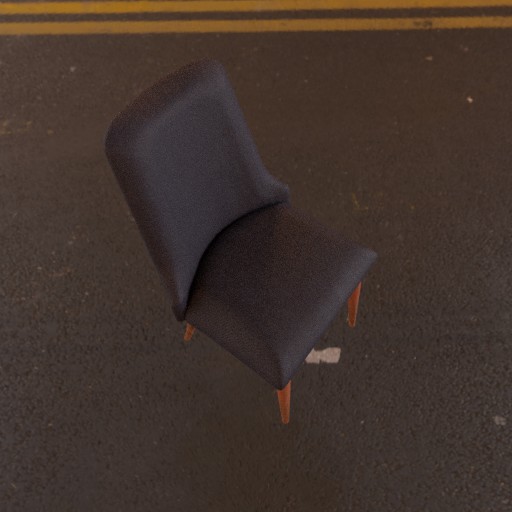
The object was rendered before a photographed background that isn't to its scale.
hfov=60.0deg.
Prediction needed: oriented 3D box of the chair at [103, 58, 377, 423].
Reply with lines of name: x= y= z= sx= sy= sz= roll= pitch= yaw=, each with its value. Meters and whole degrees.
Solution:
chair: x=0.000 y=0.000 z=1.187 sx=0.567 sy=0.820 sz=0.504 roll=32 pitch=63 yaw=19
